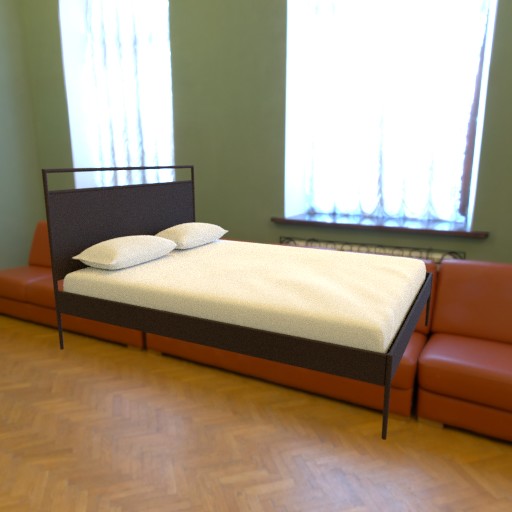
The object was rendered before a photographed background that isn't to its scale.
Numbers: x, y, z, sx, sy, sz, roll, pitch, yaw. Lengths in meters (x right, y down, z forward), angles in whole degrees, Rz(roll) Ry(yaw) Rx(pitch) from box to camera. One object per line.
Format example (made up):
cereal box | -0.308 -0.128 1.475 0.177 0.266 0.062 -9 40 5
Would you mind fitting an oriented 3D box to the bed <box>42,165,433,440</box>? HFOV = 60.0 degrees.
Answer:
bed | 0.000 0.000 3.016 2.122 1.173 1.572 6 14 27
